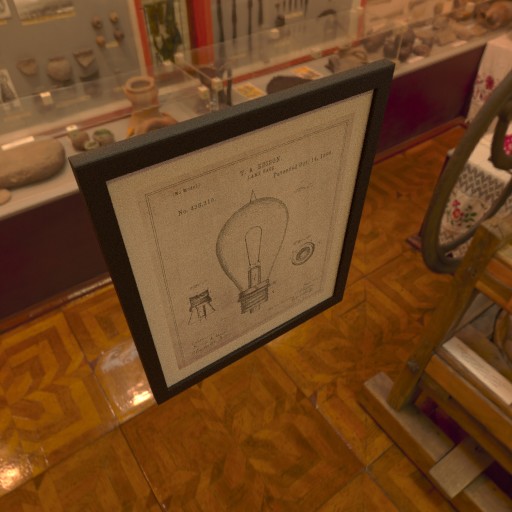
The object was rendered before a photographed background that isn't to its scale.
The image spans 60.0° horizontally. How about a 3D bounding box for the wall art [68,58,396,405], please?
[{"bbox_3d":[0.000,0.000,0.695,0.430,0.509,0.021,-25,51,-22],"label":"wall art"}]
